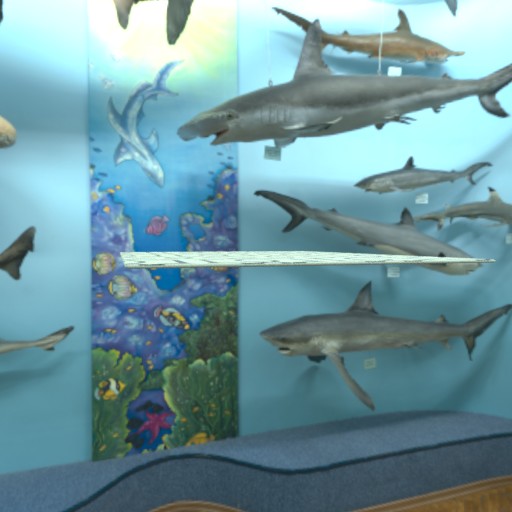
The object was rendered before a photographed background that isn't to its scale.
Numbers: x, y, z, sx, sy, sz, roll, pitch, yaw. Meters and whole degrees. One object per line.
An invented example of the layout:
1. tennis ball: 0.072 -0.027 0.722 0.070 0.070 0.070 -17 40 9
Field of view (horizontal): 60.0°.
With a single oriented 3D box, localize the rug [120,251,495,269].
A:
1. rug: 0.000 0.000 3.801 2.211 0.021 2.910 -1 2 -18
